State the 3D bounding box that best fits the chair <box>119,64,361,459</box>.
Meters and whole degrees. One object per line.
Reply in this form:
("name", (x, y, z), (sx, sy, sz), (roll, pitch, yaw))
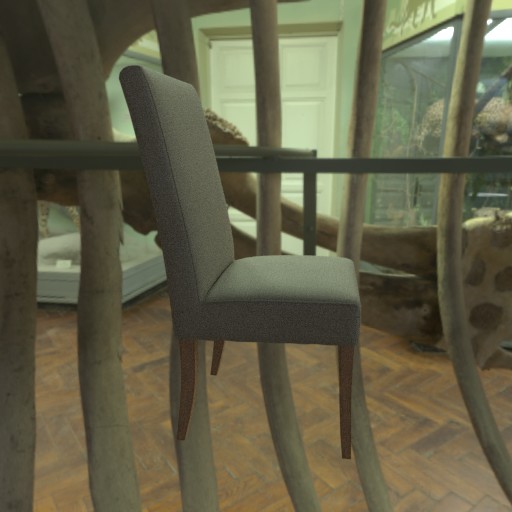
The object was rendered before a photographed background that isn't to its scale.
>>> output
("chair", (0.000, 0.000, 1.342), (0.611, 1.033, 0.450), (2, 15, 9))
